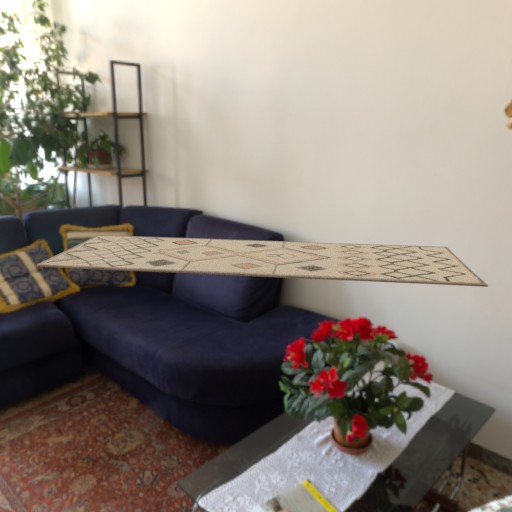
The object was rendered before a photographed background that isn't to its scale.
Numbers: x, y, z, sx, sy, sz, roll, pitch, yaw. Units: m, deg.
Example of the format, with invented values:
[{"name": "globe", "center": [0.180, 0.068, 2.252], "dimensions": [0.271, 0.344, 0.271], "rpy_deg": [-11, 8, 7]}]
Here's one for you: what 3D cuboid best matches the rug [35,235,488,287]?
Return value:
[{"name": "rug", "center": [0.000, 0.000, 2.719], "dimensions": [2.435, 0.011, 0.750], "rpy_deg": [2, 16, 8]}]
